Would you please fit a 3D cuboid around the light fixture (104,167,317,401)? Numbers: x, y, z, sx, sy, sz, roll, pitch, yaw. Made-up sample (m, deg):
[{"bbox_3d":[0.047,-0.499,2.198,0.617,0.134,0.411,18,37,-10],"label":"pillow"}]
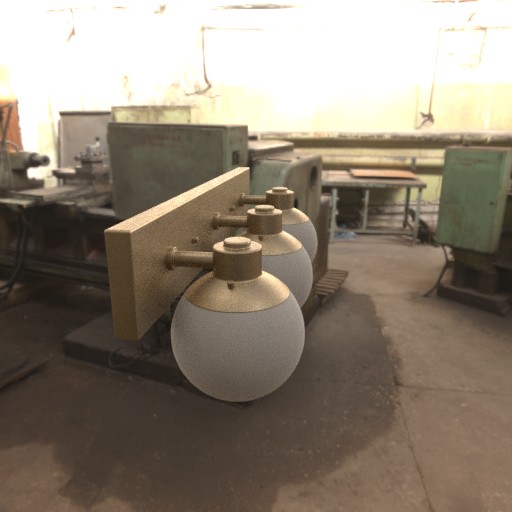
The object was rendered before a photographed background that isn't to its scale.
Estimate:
[{"bbox_3d":[0.000,0.000,0.847,0.218,0.263,0.721,3,17,9],"label":"light fixture"}]
